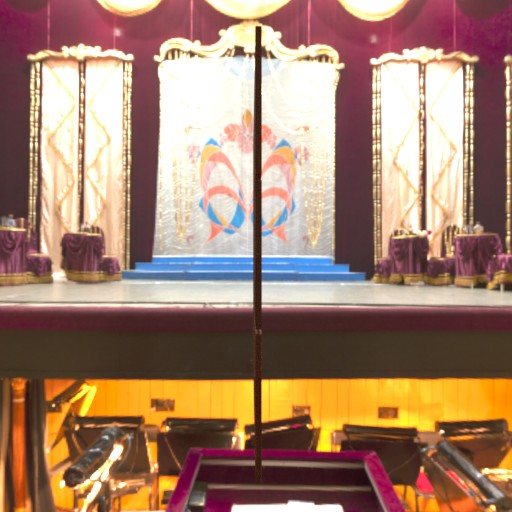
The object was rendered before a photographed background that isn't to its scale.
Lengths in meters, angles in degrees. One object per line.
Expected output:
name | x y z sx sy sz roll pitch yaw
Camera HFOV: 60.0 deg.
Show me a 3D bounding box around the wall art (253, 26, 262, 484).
wall art | 0.000 0.000 1.341 0.013 0.914 0.915 0 0 -1
